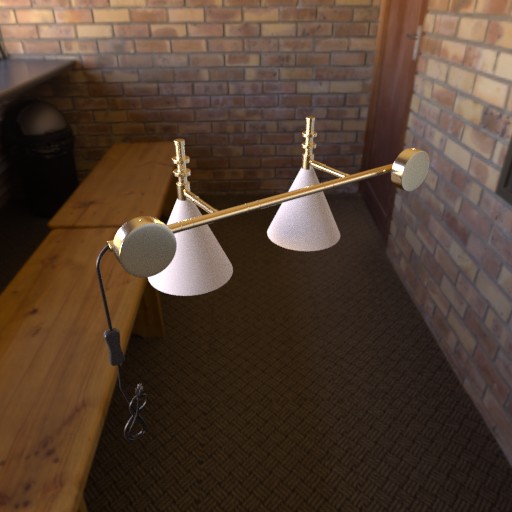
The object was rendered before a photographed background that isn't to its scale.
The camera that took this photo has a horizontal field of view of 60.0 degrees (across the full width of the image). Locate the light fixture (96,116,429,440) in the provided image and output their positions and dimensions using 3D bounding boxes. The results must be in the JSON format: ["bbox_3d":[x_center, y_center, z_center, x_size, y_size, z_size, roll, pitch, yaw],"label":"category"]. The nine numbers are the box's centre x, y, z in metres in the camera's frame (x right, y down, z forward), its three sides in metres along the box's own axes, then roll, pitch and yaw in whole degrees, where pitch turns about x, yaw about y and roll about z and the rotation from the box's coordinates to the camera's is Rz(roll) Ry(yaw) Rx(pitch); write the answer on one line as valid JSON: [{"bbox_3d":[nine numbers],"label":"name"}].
[{"bbox_3d":[0.000,0.000,0.854,0.642,0.468,0.239,-19,35,-29],"label":"light fixture"}]
